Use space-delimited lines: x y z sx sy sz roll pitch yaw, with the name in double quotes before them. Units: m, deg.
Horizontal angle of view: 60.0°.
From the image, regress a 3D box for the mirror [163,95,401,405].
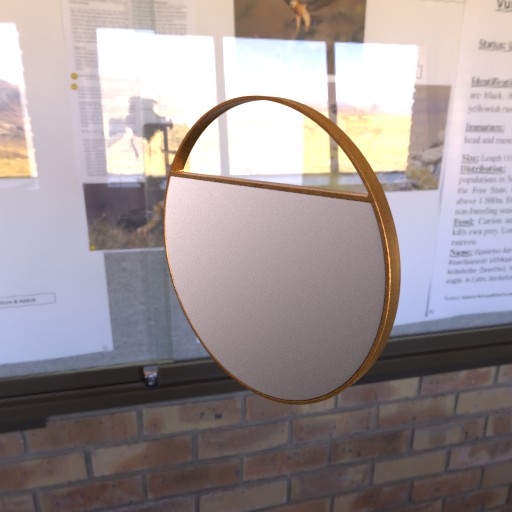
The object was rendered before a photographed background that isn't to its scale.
"mirror" 0.000 0.000 0.831 0.565 0.565 0.032 16 23 43
